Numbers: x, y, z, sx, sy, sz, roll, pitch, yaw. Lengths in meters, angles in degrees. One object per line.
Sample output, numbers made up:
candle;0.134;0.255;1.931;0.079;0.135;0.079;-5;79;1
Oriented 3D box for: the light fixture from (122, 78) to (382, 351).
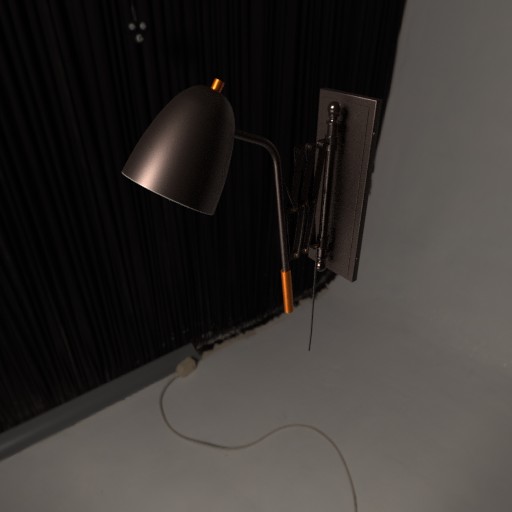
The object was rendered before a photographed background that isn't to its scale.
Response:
light fixture;0.000;0.000;0.928;0.499;0.715;0.162;-22;38;-32
